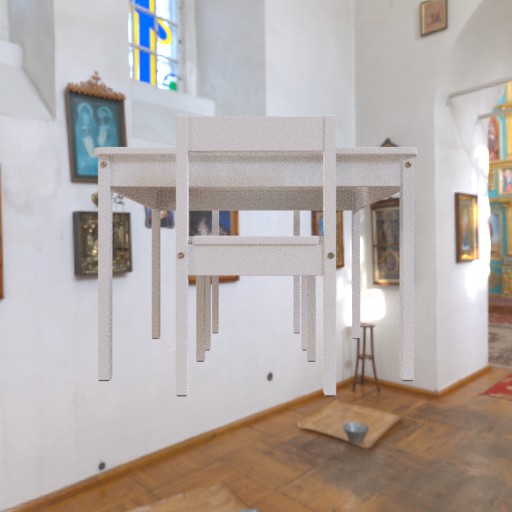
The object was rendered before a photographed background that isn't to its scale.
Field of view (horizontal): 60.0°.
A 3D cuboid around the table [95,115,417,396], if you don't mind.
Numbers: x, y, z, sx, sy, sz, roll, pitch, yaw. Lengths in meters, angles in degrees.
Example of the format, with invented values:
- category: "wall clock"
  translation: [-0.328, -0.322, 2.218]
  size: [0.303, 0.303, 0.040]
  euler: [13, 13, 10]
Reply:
- category: "table"
  translation: [0.000, 0.000, 1.123]
  size: [0.650, 0.503, 0.672]
  euler: [0, 0, 0]
